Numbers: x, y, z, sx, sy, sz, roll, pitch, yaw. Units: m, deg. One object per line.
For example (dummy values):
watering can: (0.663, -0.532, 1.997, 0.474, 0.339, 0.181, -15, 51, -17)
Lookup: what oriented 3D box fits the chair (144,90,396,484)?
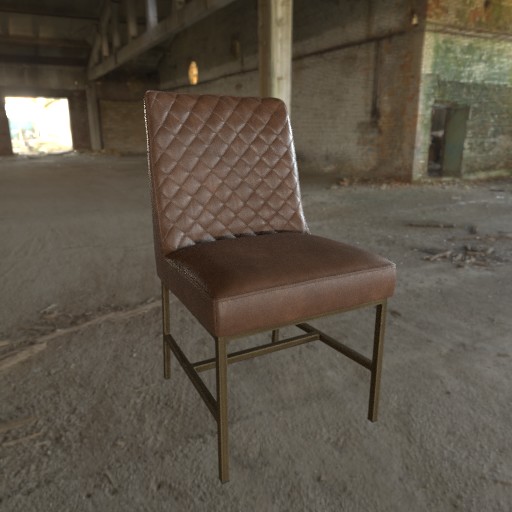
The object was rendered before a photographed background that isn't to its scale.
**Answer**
chair: (0.000, 0.000, 1.236, 0.508, 0.889, 0.587, -9, 18, -28)
